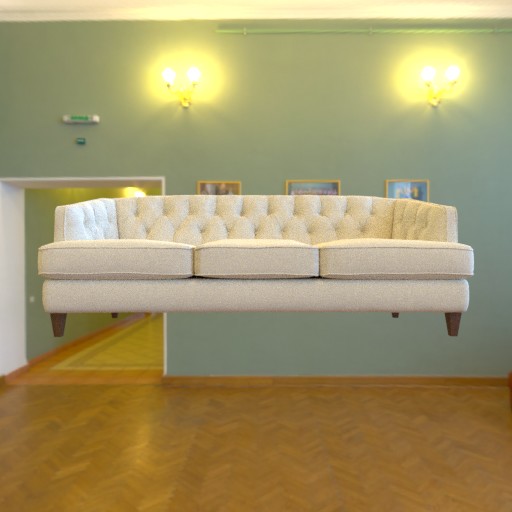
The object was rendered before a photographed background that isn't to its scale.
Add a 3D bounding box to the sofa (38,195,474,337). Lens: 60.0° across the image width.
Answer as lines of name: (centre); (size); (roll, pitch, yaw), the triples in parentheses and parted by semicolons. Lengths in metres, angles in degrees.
sofa: (0.000, 0.000, 2.719); (2.278, 0.855, 0.941); (0, 0, 0)
